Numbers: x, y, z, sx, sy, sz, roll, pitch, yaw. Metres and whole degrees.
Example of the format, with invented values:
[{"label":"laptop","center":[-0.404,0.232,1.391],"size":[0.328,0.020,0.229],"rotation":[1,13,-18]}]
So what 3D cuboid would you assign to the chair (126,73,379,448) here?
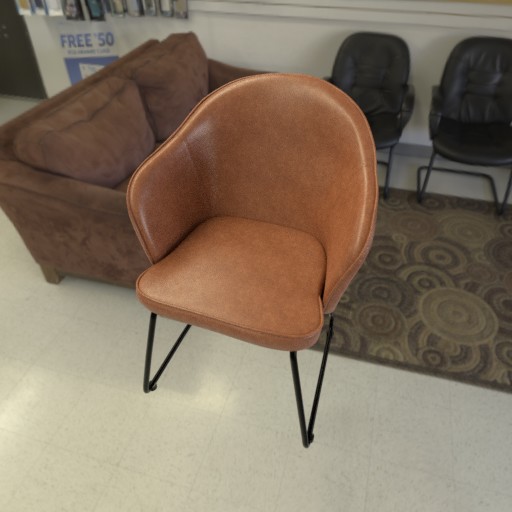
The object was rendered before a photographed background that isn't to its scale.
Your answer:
[{"label":"chair","center":[0.000,0.000,1.196],"size":[0.582,0.785,0.580],"rotation":[13,42,14]}]
